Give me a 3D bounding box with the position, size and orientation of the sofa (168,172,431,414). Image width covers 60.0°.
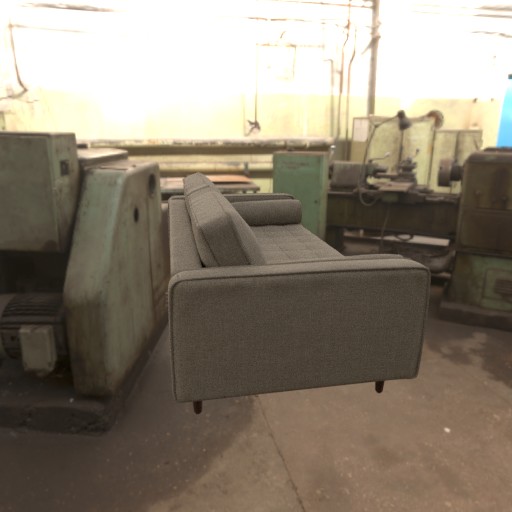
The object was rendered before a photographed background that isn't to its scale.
[{"bbox_3d":[0.000,0.000,2.361,0.914,0.762,1.879,-3,16,-10],"label":"sofa"}]
